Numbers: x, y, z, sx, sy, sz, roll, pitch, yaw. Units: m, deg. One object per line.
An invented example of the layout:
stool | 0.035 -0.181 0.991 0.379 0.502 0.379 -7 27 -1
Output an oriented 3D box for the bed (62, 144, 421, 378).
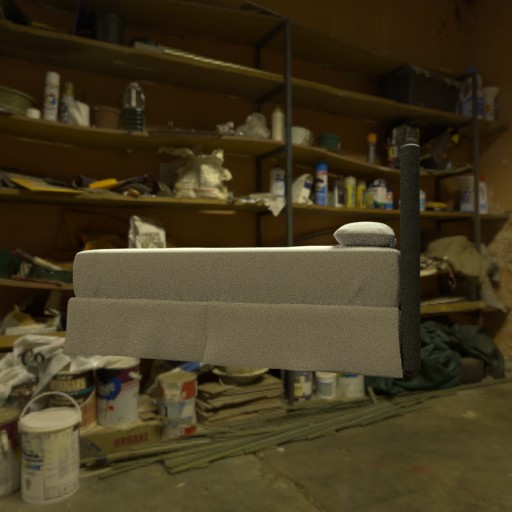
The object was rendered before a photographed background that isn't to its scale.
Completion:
bed | 0.000 0.000 3.685 2.507 1.441 1.747 0 -1 18
